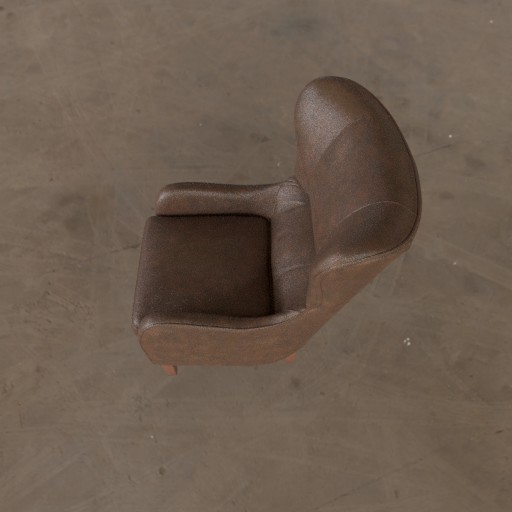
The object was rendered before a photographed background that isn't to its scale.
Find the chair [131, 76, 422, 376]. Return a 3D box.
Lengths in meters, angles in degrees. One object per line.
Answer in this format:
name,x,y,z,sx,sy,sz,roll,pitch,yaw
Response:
chair,0.000,0.000,1.633,0.914,1.048,0.692,-1,58,-1
